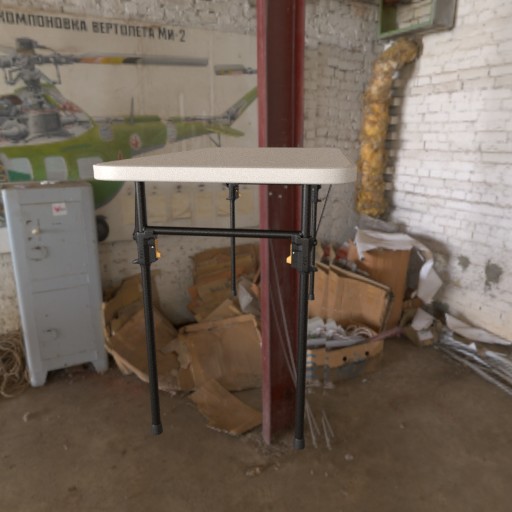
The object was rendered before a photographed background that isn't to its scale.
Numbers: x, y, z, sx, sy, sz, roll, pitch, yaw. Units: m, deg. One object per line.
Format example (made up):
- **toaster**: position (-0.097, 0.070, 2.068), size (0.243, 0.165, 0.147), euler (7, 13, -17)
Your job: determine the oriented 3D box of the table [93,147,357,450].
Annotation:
- **table**: position (0.000, 0.000, 1.616), size (0.610, 0.729, 1.219), euler (2, 16, 8)
